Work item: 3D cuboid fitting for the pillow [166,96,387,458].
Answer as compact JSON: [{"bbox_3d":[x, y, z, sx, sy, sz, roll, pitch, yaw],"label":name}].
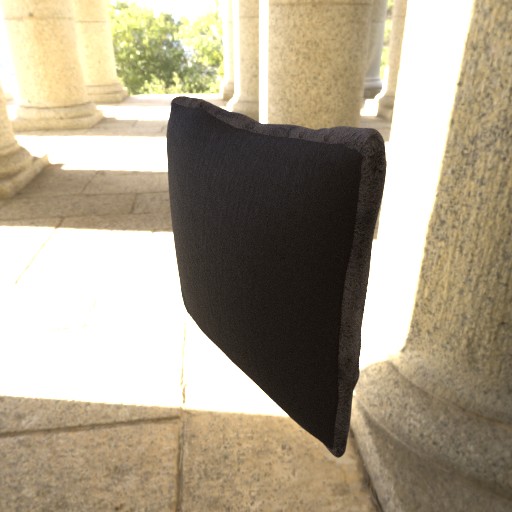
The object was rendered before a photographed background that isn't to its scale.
[{"bbox_3d":[0.000,0.000,0.791,0.204,0.520,0.522,-18,32,-31],"label":"pillow"}]
